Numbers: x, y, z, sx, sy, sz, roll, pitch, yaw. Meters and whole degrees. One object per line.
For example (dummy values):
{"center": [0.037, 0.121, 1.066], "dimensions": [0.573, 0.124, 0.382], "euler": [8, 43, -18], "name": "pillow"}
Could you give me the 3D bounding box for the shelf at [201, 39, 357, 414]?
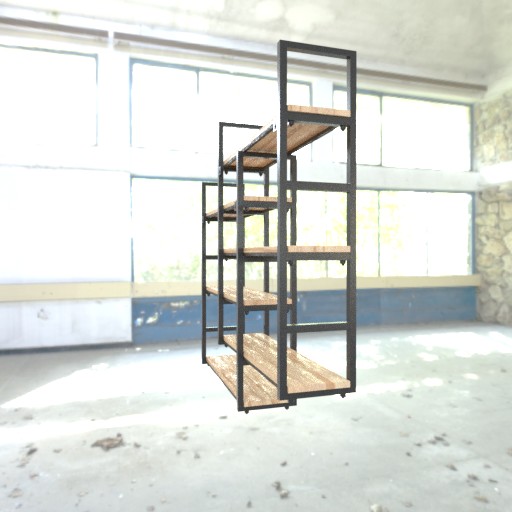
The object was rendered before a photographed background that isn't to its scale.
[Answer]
{"center": [0.000, 0.000, 1.414], "dimensions": [0.183, 0.921, 0.946], "euler": [0, 0, -17], "name": "shelf"}
